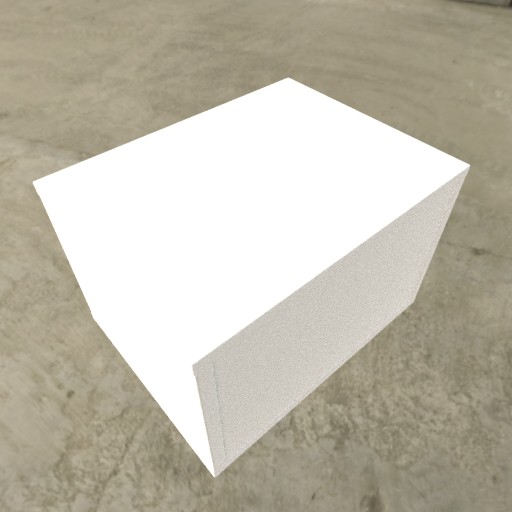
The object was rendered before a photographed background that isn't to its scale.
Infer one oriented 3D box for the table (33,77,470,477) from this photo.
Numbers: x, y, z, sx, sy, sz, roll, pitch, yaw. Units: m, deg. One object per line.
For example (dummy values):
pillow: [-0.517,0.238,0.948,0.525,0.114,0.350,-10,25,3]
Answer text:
table: [0.000,0.000,0.787,0.517,0.357,0.399,-32,54,-27]
